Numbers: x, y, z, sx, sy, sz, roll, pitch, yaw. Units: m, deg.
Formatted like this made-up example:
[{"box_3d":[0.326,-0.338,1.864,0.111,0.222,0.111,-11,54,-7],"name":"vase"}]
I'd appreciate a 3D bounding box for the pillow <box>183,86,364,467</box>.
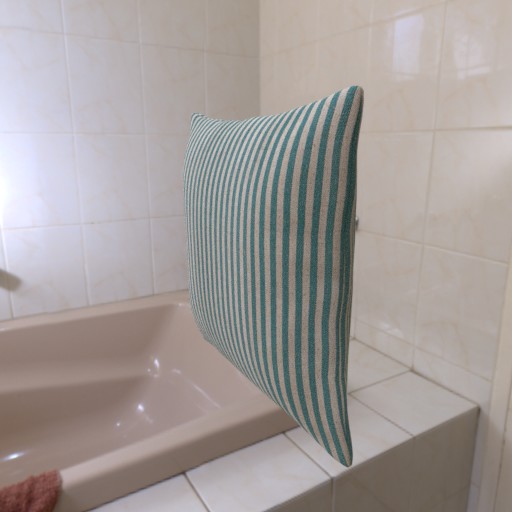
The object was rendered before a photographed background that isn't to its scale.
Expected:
[{"box_3d":[0.000,0.000,0.777,0.166,0.510,0.523,-8,16,-28],"name":"pillow"}]
